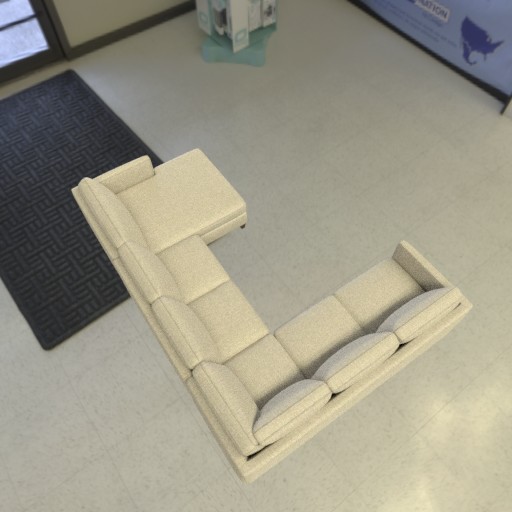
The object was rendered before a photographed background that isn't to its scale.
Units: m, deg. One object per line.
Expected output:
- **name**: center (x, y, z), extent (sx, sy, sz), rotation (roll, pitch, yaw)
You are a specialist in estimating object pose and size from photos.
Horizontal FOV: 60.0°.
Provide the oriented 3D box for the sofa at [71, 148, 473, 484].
- **sofa**: center (0.000, 0.000, 4.591), extent (2.551, 0.889, 3.403), rotation (-30, 63, -17)
